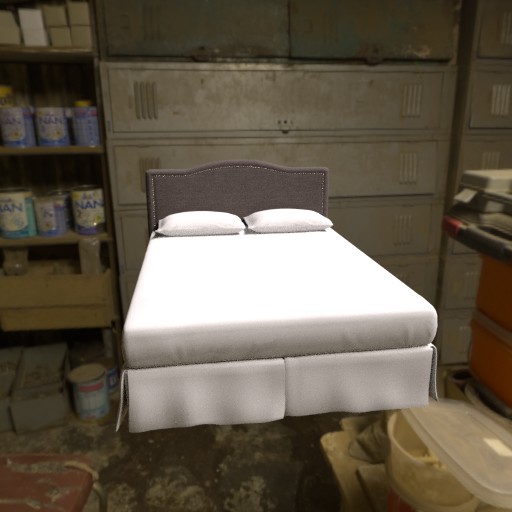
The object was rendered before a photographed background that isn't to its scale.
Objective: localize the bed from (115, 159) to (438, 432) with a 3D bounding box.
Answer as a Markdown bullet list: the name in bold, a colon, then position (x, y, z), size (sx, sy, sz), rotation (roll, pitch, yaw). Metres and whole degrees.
- **bed**: position (0.000, 0.000, 3.923), size (2.161, 1.457, 2.689), rotation (-3, 17, -8)
